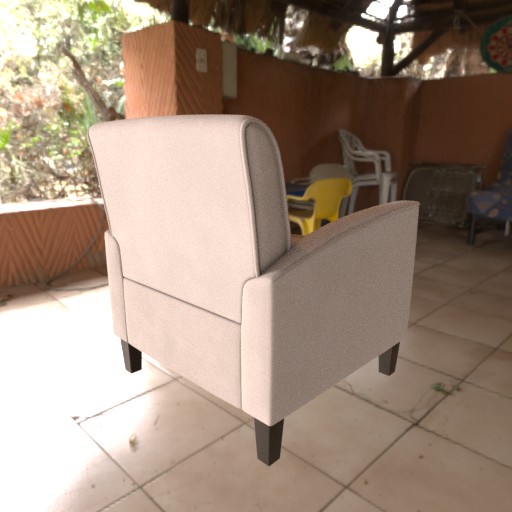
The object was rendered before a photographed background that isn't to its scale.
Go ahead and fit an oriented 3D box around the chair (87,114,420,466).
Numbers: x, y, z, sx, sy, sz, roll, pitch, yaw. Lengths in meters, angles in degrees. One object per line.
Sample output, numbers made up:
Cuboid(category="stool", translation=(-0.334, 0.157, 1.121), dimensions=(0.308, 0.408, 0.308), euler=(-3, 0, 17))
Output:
Cuboid(category="chair", translation=(0.000, 0.000, 1.564), dimensions=(0.820, 0.915, 0.820), euler=(14, 20, 42))
